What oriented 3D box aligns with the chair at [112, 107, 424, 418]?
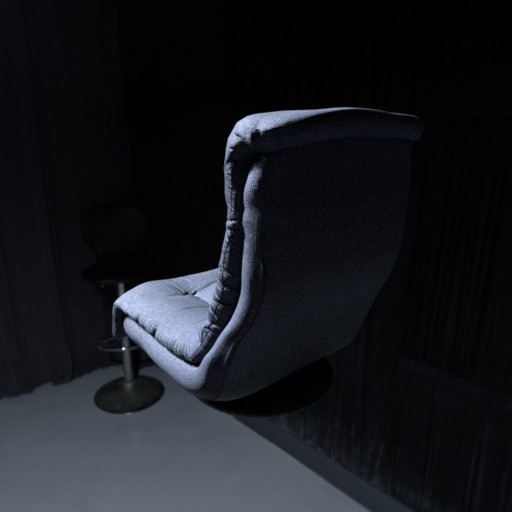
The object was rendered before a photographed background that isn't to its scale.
[{"bbox_3d":[0.000,0.000,1.206,0.597,0.749,0.668,-14,21,-40],"label":"chair"}]
